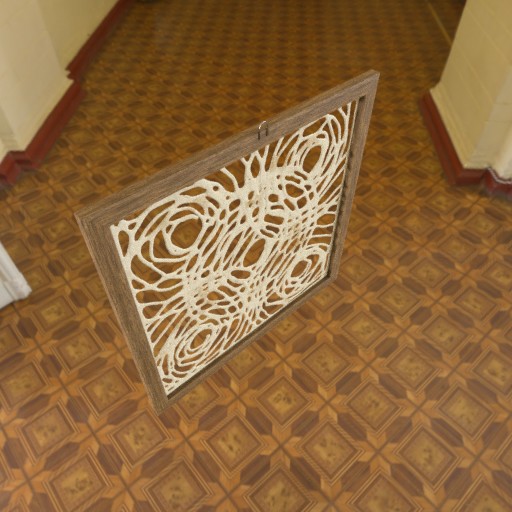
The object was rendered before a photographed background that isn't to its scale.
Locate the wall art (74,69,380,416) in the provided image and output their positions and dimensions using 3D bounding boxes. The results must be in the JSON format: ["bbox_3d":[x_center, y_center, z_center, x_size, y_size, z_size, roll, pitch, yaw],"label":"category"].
[{"bbox_3d":[0.000,0.000,0.846,0.561,0.576,0.021,-33,56,-27],"label":"wall art"}]
